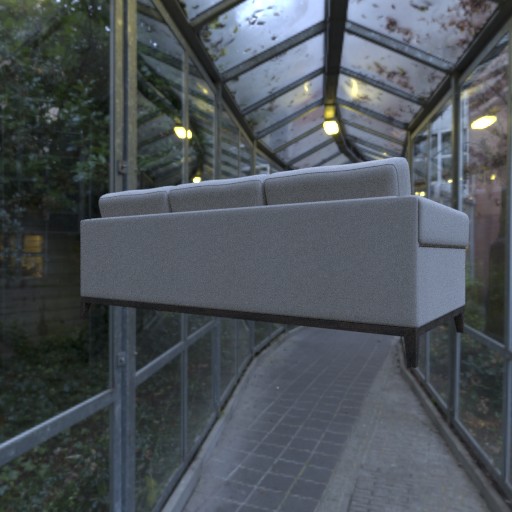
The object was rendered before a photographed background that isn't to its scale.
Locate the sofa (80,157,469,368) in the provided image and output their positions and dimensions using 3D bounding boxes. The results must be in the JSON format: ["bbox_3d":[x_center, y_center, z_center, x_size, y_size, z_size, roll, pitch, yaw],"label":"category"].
[{"bbox_3d":[0.000,0.000,2.689,2.210,0.838,0.959,0,0,35],"label":"sofa"}]
